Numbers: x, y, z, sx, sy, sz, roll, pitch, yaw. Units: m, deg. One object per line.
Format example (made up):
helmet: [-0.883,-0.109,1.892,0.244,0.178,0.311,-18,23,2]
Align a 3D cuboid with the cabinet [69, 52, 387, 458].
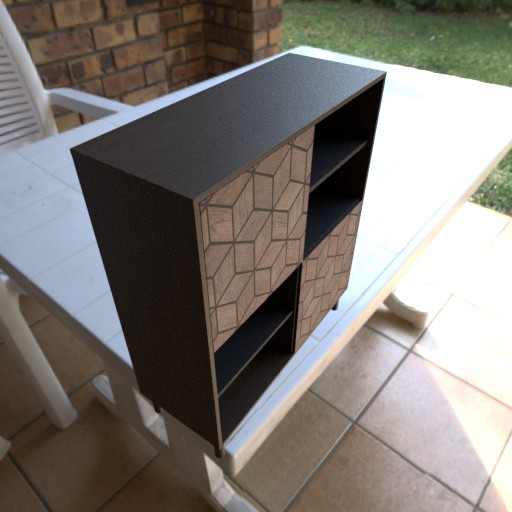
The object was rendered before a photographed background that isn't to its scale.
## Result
cabinet: [0.000,0.000,1.681,0.400,1.170,1.010,24,45,26]
